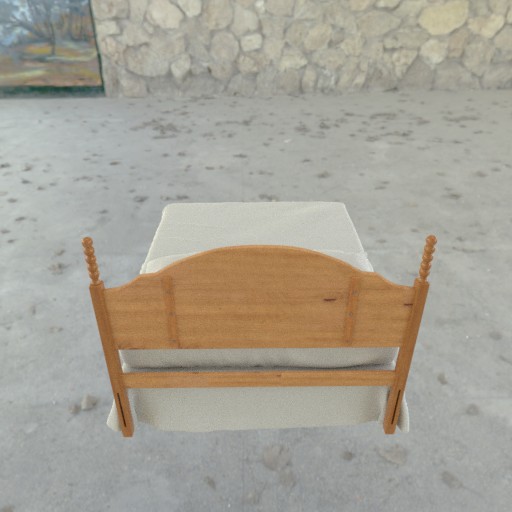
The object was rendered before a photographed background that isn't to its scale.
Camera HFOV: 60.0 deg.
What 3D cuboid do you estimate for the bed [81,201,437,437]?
[{"bbox_3d":[0.000,0.000,3.233,1.873,1.356,2.040,0,30,-1],"label":"bed"}]
